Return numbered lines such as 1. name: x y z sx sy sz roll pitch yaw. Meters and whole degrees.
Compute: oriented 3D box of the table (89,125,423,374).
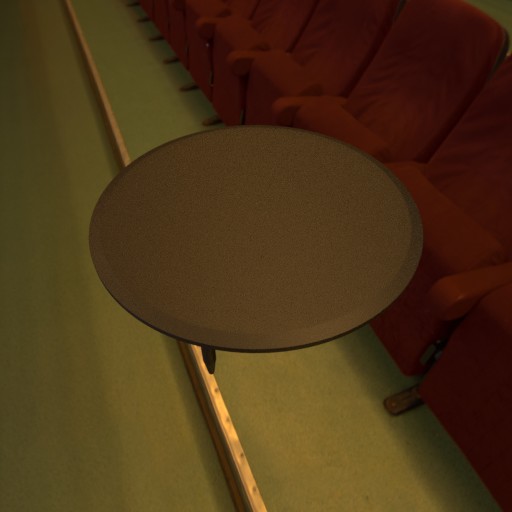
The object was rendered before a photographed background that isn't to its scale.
1. table: 0.000 0.000 1.368 0.900 0.400 0.900 0 46 0
